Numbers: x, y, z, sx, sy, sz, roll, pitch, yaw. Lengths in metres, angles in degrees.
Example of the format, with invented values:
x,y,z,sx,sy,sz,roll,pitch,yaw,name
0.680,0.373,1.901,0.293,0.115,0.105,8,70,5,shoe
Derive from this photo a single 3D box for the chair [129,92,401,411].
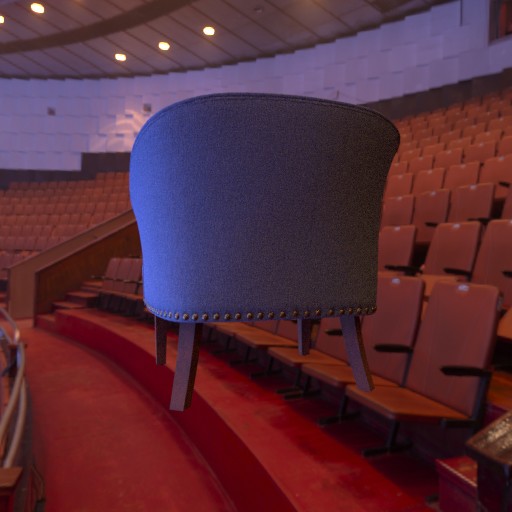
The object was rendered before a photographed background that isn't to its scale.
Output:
x,y,z,sx,sy,sz,roll,pitch,yaw,name
0.000,0.000,1.449,0.798,0.815,0.704,0,0,-17,chair
